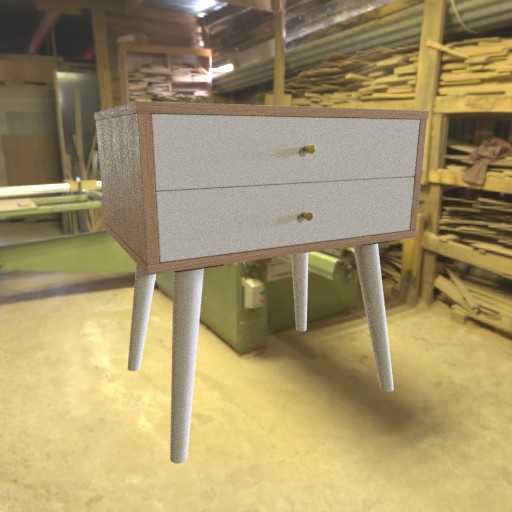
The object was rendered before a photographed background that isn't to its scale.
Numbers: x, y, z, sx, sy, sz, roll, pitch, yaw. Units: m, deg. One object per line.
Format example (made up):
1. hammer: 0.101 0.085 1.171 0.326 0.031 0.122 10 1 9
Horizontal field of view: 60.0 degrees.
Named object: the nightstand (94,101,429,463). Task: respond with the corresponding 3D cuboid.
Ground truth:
1. nightstand: 0.000 0.000 0.984 0.571 0.610 0.407 -8 17 -26
